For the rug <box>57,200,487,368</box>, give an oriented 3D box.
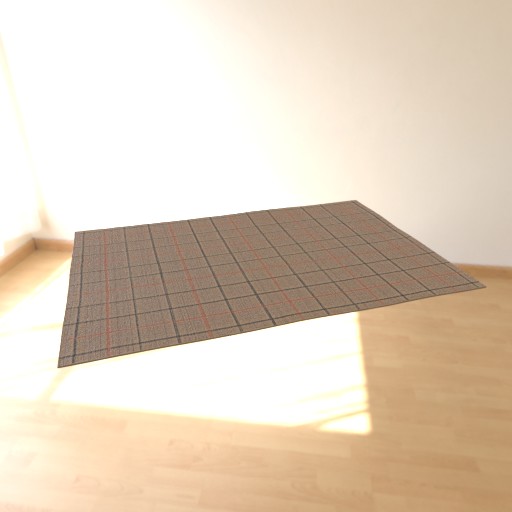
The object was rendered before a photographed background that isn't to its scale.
[{"bbox_3d":[0.000,0.000,2.302,1.829,0.013,1.220,-8,28,-15],"label":"rug"}]
